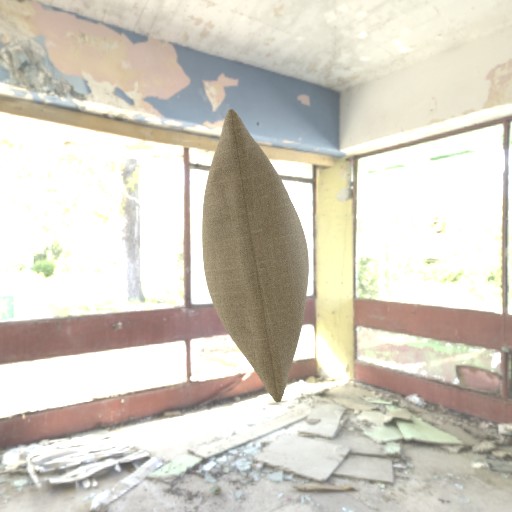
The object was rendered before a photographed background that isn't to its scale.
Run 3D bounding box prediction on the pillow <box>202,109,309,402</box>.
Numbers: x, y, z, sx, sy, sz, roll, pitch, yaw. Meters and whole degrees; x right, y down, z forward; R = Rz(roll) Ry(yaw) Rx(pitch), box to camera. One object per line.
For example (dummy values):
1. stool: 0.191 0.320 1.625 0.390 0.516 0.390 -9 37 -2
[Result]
1. pillow: 0.000 0.000 0.729 0.155 0.282 0.612 0 0 0
